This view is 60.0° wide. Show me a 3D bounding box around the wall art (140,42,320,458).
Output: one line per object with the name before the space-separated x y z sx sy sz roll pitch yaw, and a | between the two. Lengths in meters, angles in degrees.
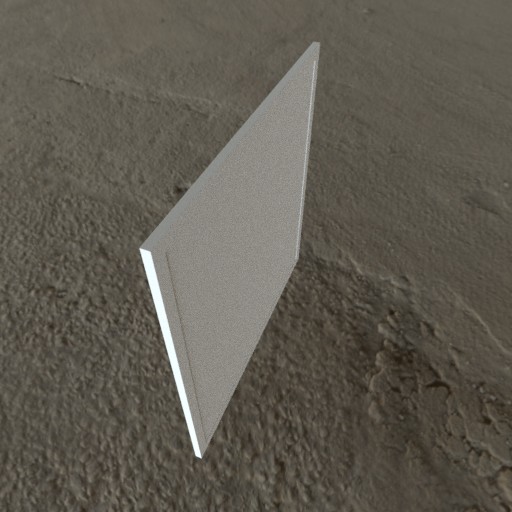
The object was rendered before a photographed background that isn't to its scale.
wall art | 0.000 0.000 0.958 0.015 0.660 0.660 17 49 15
